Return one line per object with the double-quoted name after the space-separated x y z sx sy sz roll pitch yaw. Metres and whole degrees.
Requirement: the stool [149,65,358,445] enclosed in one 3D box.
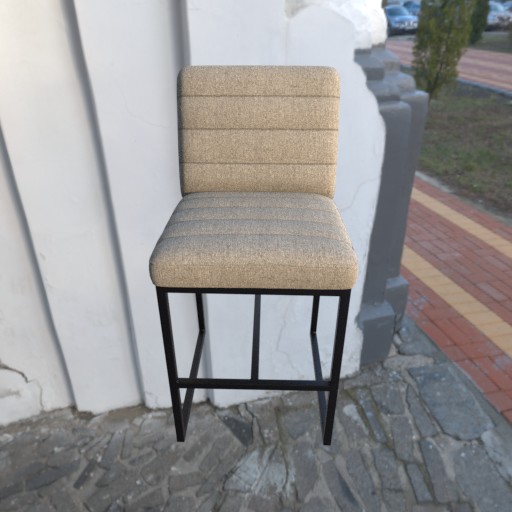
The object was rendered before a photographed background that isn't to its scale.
0.000 0.000 1.249 0.460 0.940 0.560 1 30 1 "stool"
